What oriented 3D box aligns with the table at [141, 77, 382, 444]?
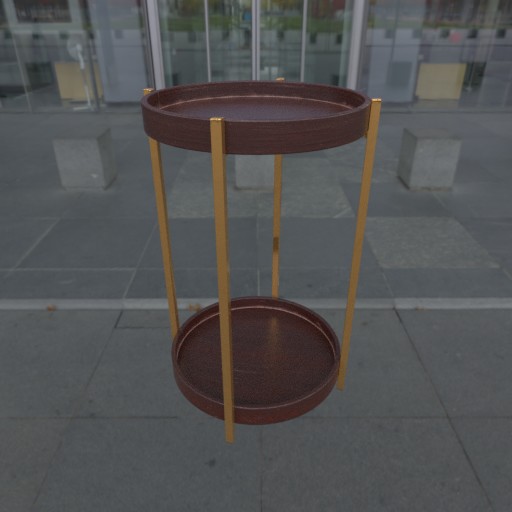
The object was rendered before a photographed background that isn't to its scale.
[{"bbox_3d":[0.000,0.000,0.874,0.400,0.610,0.400,7,30,13],"label":"table"}]
